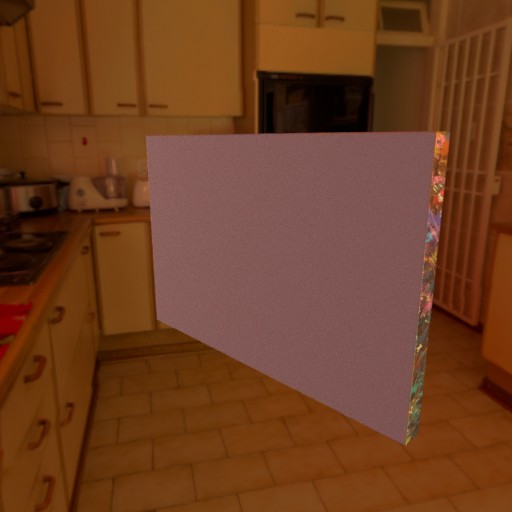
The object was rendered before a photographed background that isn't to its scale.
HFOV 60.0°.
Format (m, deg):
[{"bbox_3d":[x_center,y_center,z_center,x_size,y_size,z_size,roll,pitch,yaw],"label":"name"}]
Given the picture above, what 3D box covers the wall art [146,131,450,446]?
[{"bbox_3d":[0.000,0.000,0.766,0.037,0.406,0.610,-14,20,-43],"label":"wall art"}]
